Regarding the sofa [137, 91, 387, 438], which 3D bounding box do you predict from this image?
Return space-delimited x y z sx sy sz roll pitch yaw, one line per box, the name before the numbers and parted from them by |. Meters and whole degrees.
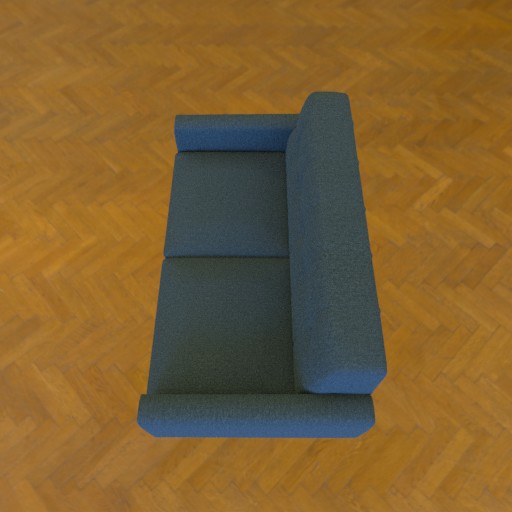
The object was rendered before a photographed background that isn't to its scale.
sofa | 0.000 0.000 2.217 0.942 0.896 1.651 0 61 0
